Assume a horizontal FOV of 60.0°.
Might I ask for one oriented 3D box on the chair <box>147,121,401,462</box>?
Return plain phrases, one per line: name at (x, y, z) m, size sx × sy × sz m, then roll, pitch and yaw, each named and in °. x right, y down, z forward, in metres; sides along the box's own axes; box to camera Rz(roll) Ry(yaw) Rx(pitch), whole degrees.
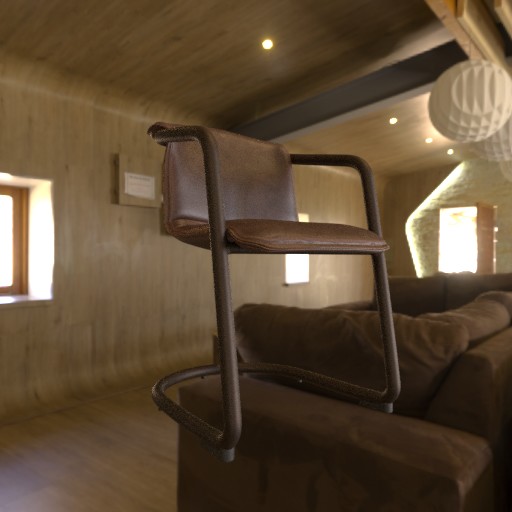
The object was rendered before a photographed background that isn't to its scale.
chair at (0.000, 0.000, 1.260) m, size 0.536 × 0.836 × 0.664 m, roll 0°, pitch 0°, yaw -35°
